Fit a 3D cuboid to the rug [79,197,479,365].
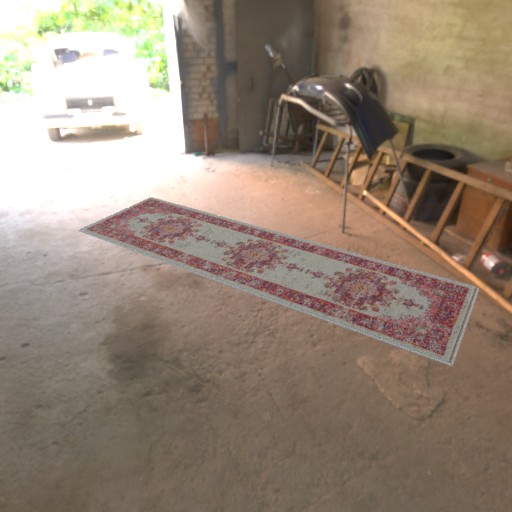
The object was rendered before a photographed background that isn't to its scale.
[{"bbox_3d":[0.000,0.000,2.563,2.294,0.011,0.666,17,34,28],"label":"rug"}]
